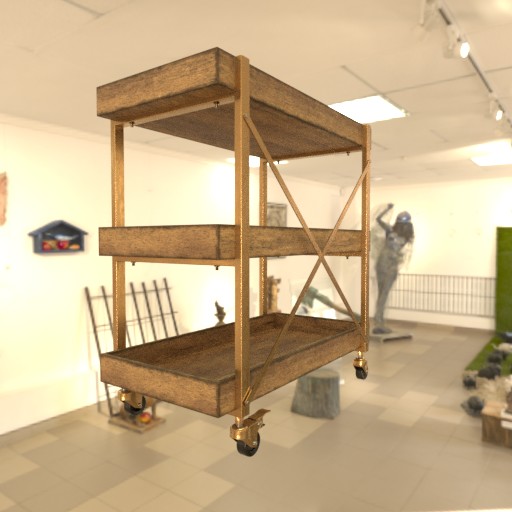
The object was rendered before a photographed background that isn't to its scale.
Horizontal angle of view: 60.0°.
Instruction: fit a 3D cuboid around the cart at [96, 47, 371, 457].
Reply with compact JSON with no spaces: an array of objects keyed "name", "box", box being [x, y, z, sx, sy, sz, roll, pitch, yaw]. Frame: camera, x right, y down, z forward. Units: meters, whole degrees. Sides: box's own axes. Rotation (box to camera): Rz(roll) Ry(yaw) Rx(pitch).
[{"name":"cart","box":[0.000,0.000,1.237,0.416,0.799,0.750,2,3,36]}]
